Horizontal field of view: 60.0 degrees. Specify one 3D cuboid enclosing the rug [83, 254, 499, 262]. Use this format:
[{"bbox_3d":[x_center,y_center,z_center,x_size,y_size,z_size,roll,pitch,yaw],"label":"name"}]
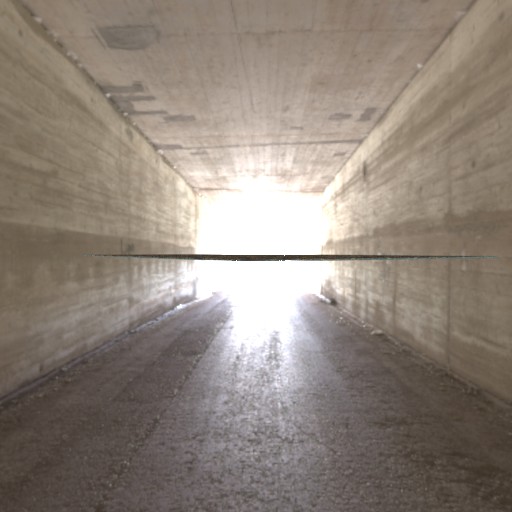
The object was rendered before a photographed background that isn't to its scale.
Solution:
[{"bbox_3d":[0.000,0.000,4.147,2.337,0.013,3.291,0,1,-35],"label":"rug"}]
